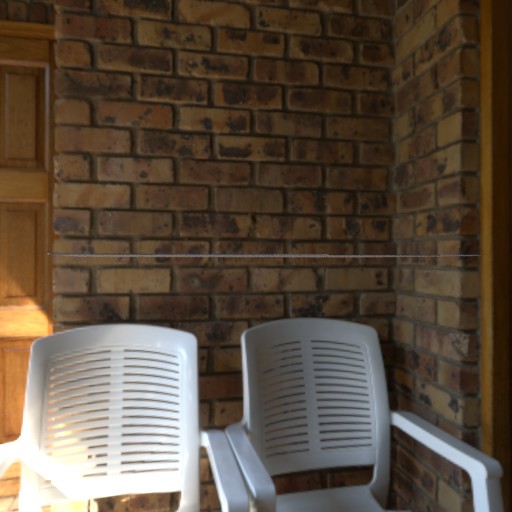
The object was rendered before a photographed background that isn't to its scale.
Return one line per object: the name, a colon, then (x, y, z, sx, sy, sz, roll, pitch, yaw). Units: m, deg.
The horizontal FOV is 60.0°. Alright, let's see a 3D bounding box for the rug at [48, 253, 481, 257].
rug: (0.000, 0.000, 3.081, 2.420, 0.005, 1.528, 0, -1, -17)
